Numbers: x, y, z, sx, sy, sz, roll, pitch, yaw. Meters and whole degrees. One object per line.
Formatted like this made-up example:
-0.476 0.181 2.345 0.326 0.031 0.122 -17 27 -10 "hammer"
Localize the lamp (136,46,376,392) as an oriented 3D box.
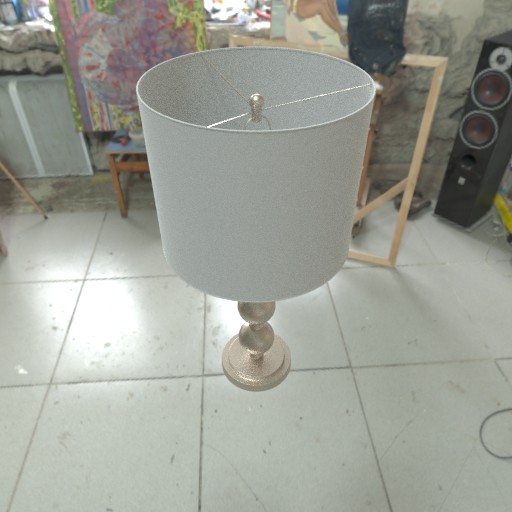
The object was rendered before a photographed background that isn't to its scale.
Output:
0.000 0.000 0.691 0.277 0.538 0.277 -23 46 -25 "lamp"
